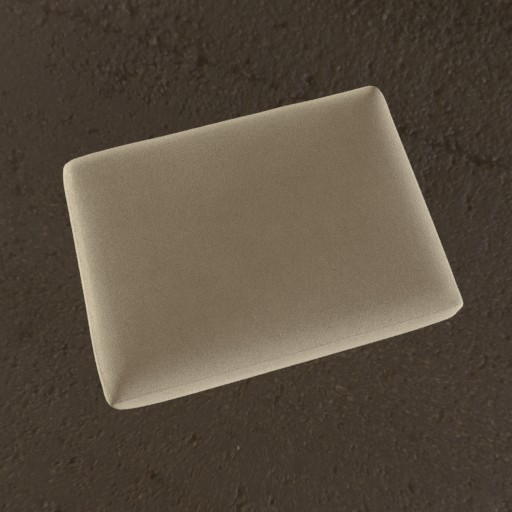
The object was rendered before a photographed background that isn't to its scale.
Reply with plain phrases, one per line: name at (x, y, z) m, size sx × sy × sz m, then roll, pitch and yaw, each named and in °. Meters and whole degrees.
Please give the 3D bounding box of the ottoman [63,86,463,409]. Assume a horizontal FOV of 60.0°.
ottoman at (0.000, 0.000, 1.138) m, size 0.773 × 0.499 × 0.569 m, roll -15°, pitch 76°, yaw -4°
